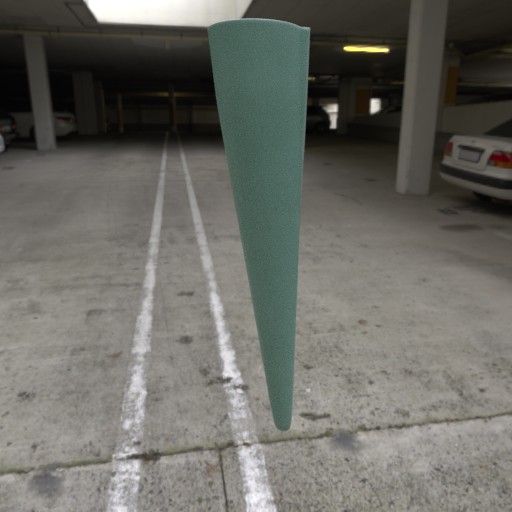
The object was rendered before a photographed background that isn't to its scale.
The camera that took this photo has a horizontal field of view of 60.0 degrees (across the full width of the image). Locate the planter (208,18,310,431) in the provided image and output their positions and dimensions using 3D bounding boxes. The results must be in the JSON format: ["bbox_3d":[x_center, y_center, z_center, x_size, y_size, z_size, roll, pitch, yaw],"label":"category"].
[{"bbox_3d":[0.000,0.000,0.288,0.055,0.268,0.054,-3,16,-10],"label":"planter"}]
